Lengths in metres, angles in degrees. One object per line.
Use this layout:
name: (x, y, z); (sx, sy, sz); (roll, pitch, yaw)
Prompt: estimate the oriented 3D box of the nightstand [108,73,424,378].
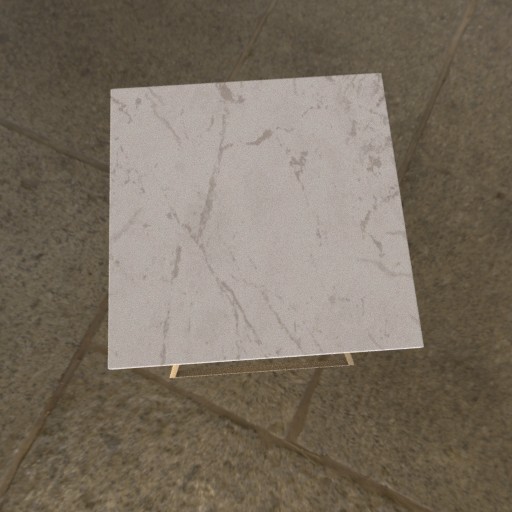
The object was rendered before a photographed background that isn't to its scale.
nightstand: (0.000, 0.000, 0.882); (0.455, 0.554, 0.455); (-4, 76, -1)
